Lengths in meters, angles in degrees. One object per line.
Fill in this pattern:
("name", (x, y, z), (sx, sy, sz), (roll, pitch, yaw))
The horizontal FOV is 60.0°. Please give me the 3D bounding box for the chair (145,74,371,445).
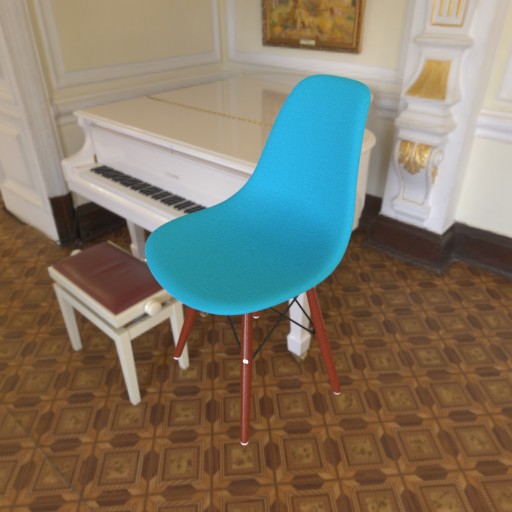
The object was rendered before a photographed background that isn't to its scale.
("chair", (0.000, 0.000, 1.158), (0.533, 0.826, 0.470), (-21, 38, -30))
